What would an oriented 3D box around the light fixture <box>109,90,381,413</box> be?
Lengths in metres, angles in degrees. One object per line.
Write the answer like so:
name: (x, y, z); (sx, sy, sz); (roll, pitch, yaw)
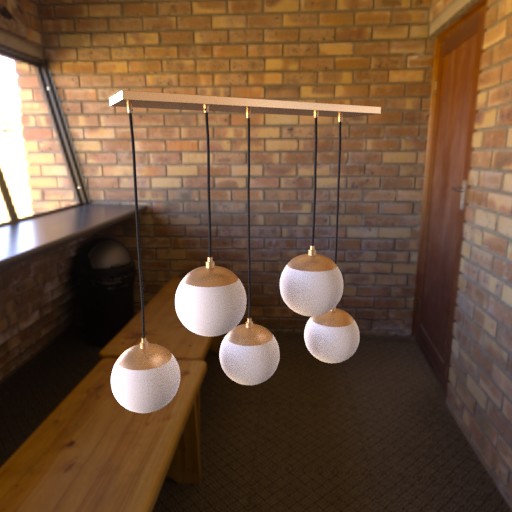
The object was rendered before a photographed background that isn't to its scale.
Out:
light fixture: (0.000, 0.000, 1.321); (0.863, 0.869, 0.299); (-7, 14, -27)
